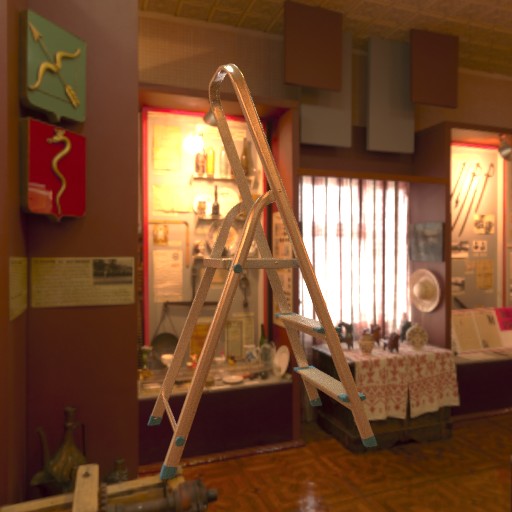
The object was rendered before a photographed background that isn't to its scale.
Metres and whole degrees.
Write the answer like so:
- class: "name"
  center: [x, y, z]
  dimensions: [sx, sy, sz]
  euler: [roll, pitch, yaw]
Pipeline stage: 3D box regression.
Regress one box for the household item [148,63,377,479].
- class: "household item"
  center: [0.000, 0.000, 1.507]
  dimensions: [0.687, 1.215, 0.420]
  euler: [0, 0, -18]
